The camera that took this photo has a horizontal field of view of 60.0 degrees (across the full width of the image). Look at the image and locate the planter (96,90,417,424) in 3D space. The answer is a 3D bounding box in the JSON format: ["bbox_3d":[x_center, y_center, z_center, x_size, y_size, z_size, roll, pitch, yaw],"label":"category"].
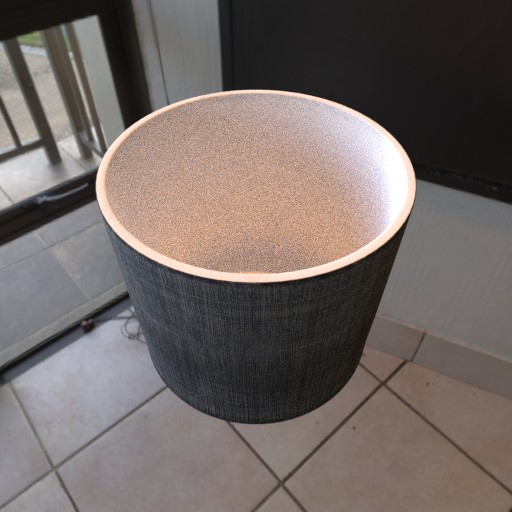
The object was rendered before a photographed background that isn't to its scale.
[{"bbox_3d":[0.000,0.000,0.441,0.254,0.221,0.254,0,47,0],"label":"planter"}]
